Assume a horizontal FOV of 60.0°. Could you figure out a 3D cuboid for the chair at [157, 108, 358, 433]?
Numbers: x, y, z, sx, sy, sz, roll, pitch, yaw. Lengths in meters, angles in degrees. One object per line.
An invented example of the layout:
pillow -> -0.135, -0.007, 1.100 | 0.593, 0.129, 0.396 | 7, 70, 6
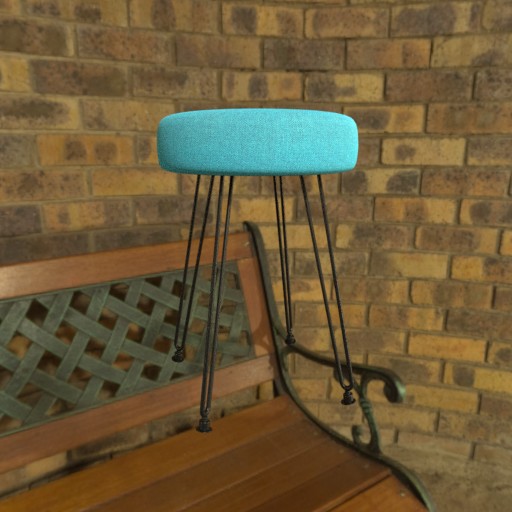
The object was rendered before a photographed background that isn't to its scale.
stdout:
chair -> 0.000, 0.000, 0.719 | 0.350, 0.440, 0.350 | 7, 15, 25
